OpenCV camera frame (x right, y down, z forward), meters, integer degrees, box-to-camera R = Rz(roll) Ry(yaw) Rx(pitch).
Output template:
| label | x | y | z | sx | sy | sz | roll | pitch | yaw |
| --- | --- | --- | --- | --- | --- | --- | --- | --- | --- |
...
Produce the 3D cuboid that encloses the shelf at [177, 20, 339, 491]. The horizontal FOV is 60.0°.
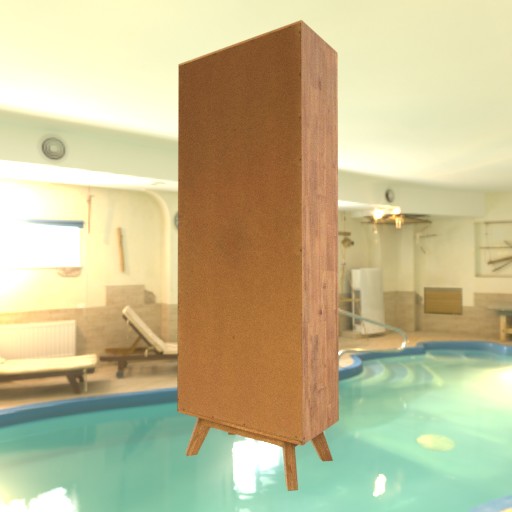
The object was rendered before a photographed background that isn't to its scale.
| label | x | y | z | sx | sy | sz | roll | pitch | yaw |
| --- | --- | --- | --- | --- | --- | --- | --- | --- | --- |
| shelf | 0.000 | 0.000 | 1.496 | 0.491 | 1.342 | 0.267 | -1 | -1 | 35 |
